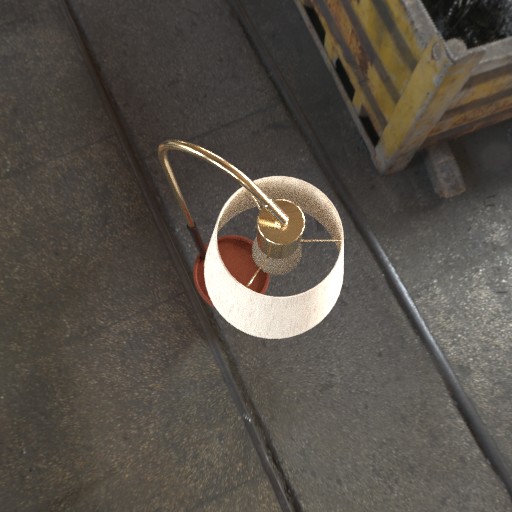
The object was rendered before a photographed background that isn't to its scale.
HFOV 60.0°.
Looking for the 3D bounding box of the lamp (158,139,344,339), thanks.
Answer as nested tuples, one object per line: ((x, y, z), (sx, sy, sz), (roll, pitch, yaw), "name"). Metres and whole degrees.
((0.000, 0.000, 0.664), (0.273, 0.536, 0.211), (30, 77, 8), "lamp")
